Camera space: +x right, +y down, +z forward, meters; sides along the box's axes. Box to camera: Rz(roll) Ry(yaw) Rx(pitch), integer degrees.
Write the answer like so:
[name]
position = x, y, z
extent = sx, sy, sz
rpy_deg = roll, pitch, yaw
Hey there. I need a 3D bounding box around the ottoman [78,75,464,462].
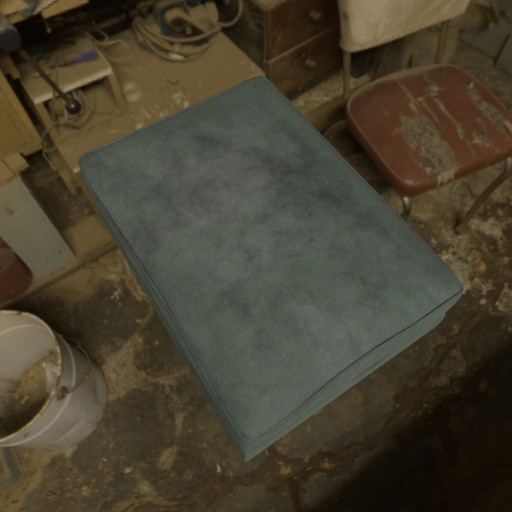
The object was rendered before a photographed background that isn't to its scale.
[ottoman]
position = 0.000, 0.000, 1.260
extent = 0.632, 0.495, 0.864
rpy_deg = -30, 66, -15
